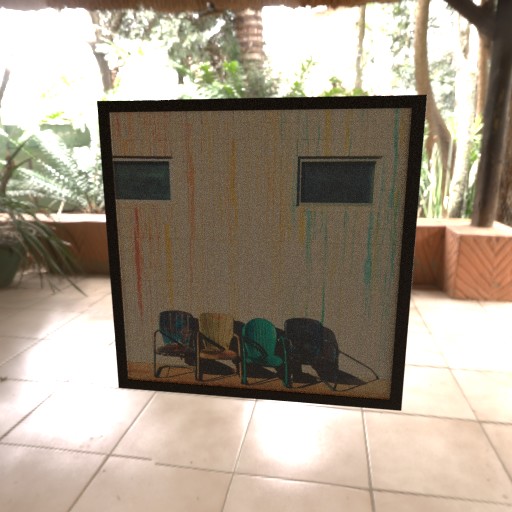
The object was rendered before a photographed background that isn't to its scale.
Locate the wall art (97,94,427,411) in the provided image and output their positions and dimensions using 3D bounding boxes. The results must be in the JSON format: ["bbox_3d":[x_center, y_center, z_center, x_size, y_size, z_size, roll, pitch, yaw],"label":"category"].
[{"bbox_3d":[0.000,0.000,0.455,0.304,0.304,0.038,2,13,8],"label":"wall art"}]
